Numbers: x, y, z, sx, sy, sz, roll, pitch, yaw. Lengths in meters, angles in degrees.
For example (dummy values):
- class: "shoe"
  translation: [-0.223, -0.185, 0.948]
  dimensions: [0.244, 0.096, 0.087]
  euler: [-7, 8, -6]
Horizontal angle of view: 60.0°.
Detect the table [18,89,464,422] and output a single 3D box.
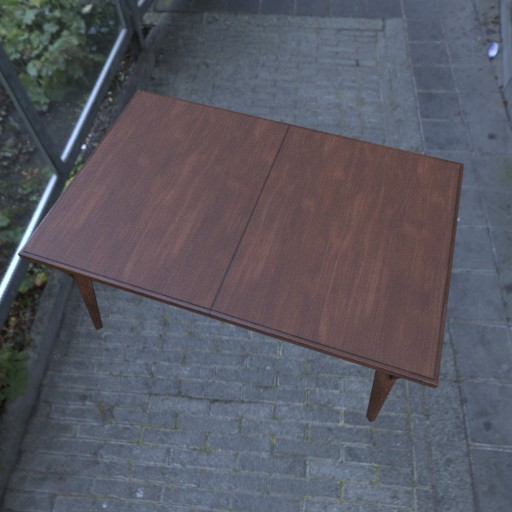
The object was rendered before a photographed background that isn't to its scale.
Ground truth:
- class: "table"
  translation: [0.000, 0.000, 2.070]
  dimensions: [1.524, 0.761, 0.990]
  euler: [16, 59, 10]
